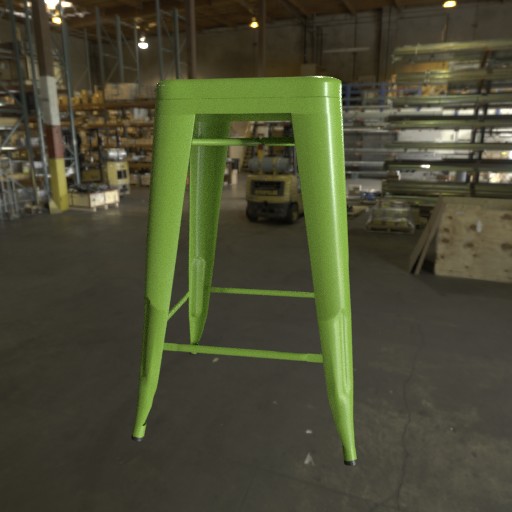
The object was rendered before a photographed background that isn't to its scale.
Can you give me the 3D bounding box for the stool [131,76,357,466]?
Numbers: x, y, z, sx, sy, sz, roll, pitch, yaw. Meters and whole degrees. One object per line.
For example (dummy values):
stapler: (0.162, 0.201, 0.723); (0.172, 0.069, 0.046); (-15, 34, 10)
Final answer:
stool: (0.000, 0.000, 0.850); (0.398, 0.609, 0.358); (2, 15, 9)
